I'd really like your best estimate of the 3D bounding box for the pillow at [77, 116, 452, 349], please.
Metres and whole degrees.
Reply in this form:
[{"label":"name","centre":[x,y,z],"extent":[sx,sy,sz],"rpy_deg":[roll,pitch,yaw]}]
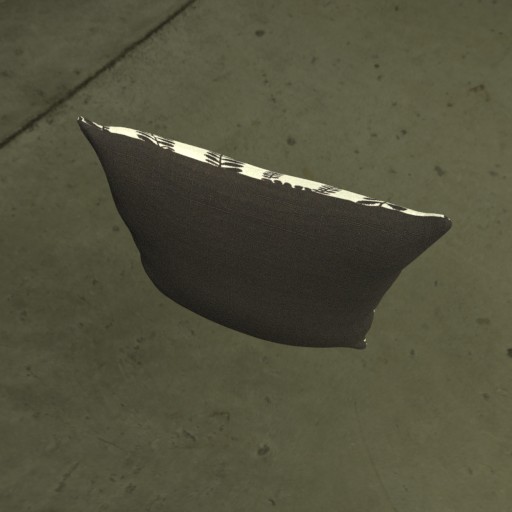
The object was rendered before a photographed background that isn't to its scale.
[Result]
[{"label":"pillow","centre":[0.000,0.000,0.668],"extent":[0.440,0.441,0.182],"rpy_deg":[18,65,9]}]
